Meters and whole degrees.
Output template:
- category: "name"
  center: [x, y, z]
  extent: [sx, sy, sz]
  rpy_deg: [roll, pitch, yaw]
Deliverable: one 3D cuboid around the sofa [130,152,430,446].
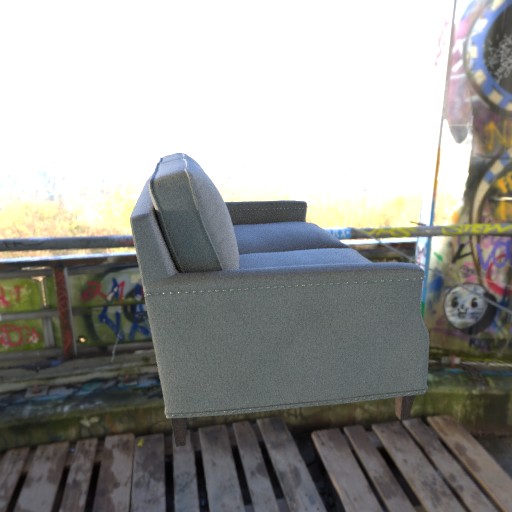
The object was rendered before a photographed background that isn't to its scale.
- category: "sofa"
  center: [0.000, 0.000, 2.259]
  extent: [1.084, 1.003, 1.597]
  rpy_deg: [-3, 16, -10]
